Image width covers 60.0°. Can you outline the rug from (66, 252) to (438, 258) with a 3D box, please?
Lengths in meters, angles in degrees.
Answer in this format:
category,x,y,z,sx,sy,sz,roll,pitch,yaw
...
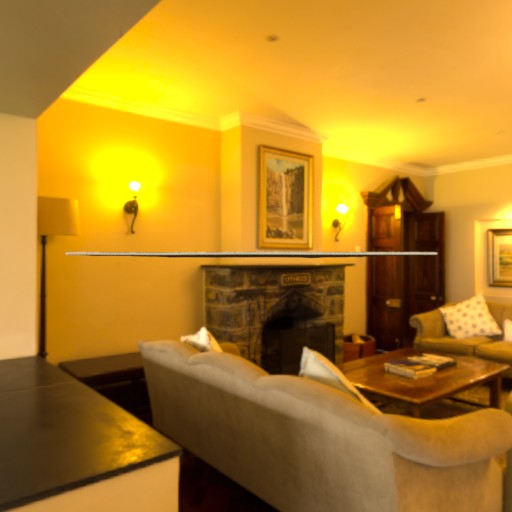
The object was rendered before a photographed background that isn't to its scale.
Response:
category,x,y,z,sx,sy,sz,roll,pitch,yaw
rug,0.000,0.000,3.028,1.531,0.023,2.444,0,0,1
